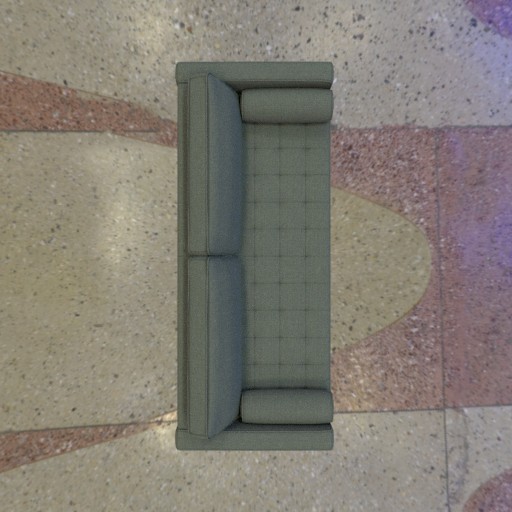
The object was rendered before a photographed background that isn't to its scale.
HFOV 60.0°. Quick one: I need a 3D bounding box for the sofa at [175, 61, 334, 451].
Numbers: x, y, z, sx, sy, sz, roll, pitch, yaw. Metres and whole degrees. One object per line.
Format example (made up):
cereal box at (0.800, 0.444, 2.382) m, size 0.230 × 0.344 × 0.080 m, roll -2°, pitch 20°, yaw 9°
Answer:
sofa at (0.000, 0.000, 2.674) m, size 0.914 × 0.762 × 2.198 m, roll 0°, pitch 90°, yaw 0°
